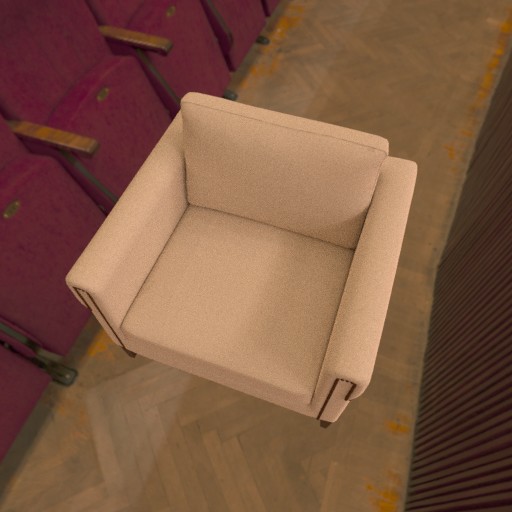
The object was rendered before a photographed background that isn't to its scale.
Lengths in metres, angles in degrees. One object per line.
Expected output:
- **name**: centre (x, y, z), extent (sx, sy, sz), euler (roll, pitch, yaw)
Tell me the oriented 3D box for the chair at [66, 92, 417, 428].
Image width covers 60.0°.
- **chair**: centre (0.000, 0.000, 1.695), extent (0.982, 0.915, 0.896), euler (17, 59, 11)
